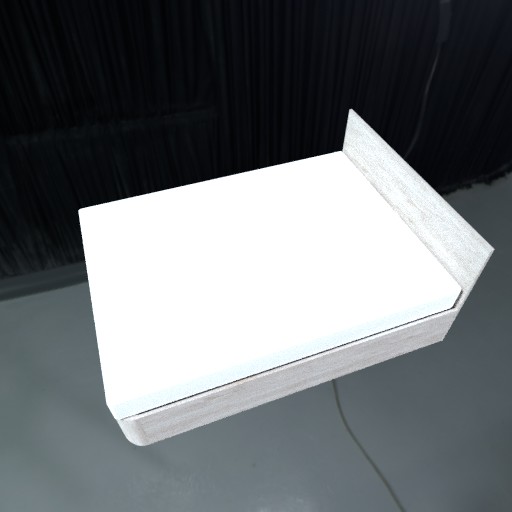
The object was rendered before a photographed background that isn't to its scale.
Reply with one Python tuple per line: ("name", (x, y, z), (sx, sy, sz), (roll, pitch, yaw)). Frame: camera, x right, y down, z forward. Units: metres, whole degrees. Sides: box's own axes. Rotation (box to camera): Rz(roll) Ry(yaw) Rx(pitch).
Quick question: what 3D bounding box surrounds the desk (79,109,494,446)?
("desk", (0.000, 0.000, 2.622), (1.900, 0.800, 1.400), (-15, 49, -14))
